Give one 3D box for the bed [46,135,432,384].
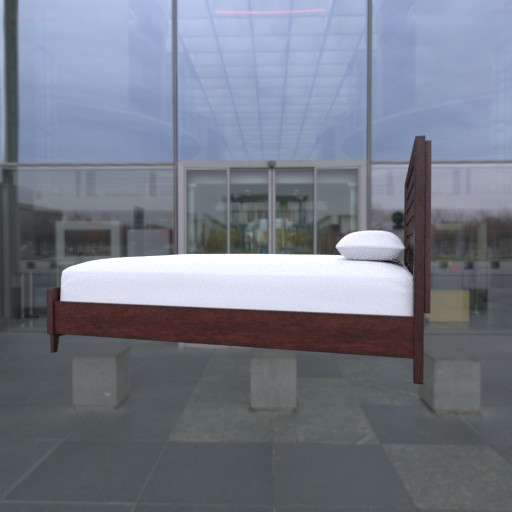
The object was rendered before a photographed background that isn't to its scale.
[{"bbox_3d":[0.000,0.000,4.016,2.803,1.492,2.040,0,1,17],"label":"bed"}]
